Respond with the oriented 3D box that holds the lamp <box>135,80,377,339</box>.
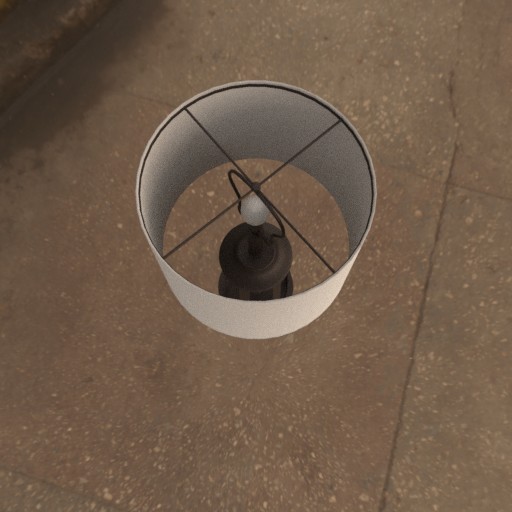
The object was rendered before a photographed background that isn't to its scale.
[{"bbox_3d":[0.000,0.000,0.651,0.251,0.509,0.251,0,75,0],"label":"lamp"}]
